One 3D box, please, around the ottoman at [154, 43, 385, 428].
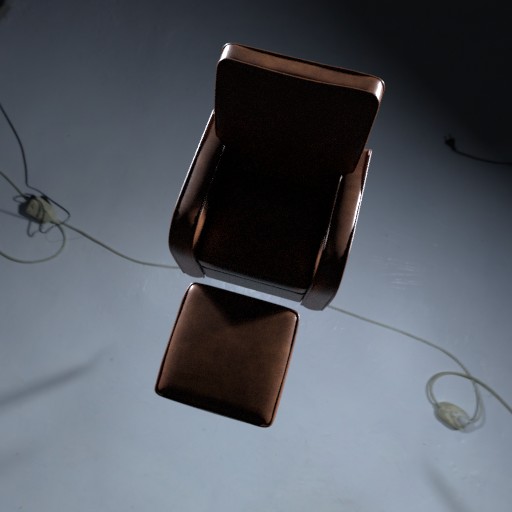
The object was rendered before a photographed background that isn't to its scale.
[{"bbox_3d":[0.000,0.000,1.871,0.732,0.904,1.314,15,74,4],"label":"ottoman"}]
